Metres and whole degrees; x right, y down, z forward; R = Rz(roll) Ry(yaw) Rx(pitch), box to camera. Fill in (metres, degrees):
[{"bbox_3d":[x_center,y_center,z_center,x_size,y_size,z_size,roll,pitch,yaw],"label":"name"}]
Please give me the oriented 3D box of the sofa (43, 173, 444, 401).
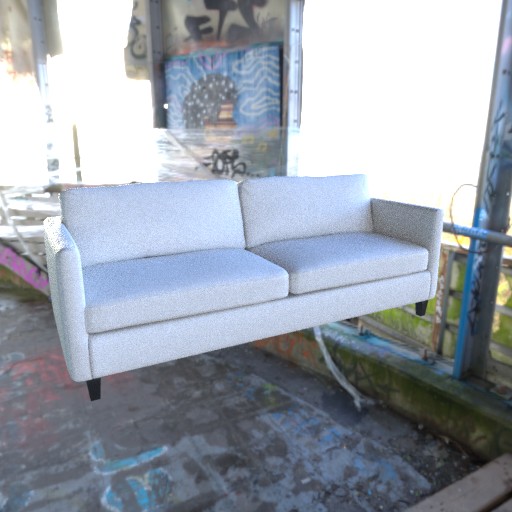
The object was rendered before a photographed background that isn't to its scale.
[{"bbox_3d":[0.000,0.000,2.887,2.434,0.965,0.948,-8,17,-27],"label":"sofa"}]
